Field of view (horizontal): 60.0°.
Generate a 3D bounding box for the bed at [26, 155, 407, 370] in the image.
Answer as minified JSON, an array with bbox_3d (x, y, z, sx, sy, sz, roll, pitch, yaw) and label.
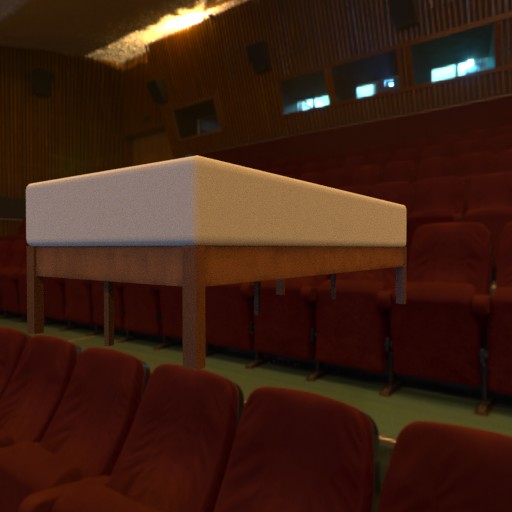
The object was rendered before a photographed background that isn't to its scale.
[{"bbox_3d":[0.000,0.000,2.301,0.961,0.616,1.902,1,1,36],"label":"bed"}]
